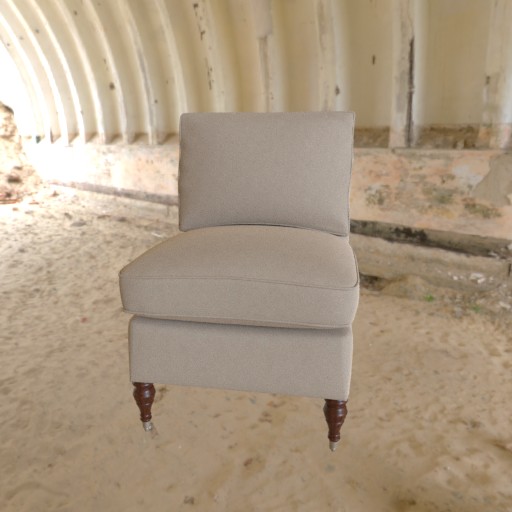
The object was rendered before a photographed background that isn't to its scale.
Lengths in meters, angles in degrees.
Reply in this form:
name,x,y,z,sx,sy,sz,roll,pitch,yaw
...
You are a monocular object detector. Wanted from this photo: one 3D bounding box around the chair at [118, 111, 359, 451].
name,x,y,z,sx,sy,sz,roll,pitch,yaw
chair,0.000,0.000,1.659,0.724,1.052,0.912,2,15,9
